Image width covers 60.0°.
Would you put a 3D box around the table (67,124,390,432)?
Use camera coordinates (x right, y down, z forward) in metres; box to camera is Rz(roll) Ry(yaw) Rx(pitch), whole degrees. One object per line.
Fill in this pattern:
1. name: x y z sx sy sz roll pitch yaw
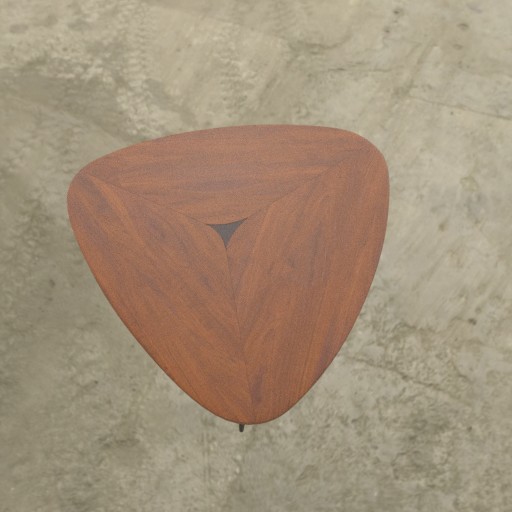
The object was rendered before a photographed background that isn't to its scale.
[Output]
1. table: 0.000 0.000 1.298 0.821 0.413 0.833 -33 65 -18
